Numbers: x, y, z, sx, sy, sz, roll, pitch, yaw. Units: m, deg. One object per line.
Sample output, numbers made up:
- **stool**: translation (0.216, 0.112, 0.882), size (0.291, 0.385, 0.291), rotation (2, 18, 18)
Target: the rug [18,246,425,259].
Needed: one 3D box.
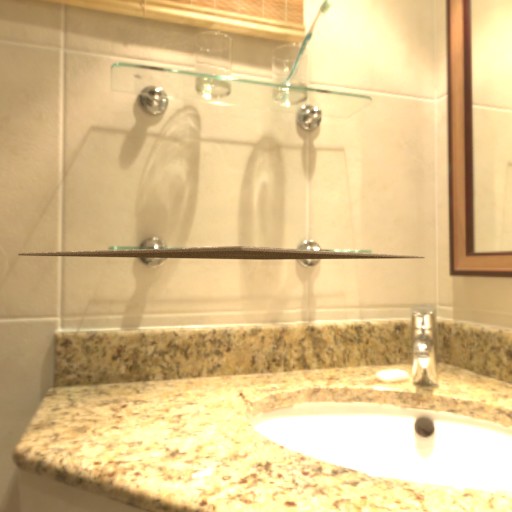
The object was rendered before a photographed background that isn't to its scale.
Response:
- **rug**: translation (0.000, 0.000, 3.446), size (1.819, 0.018, 2.746), rotation (-1, -1, 35)
